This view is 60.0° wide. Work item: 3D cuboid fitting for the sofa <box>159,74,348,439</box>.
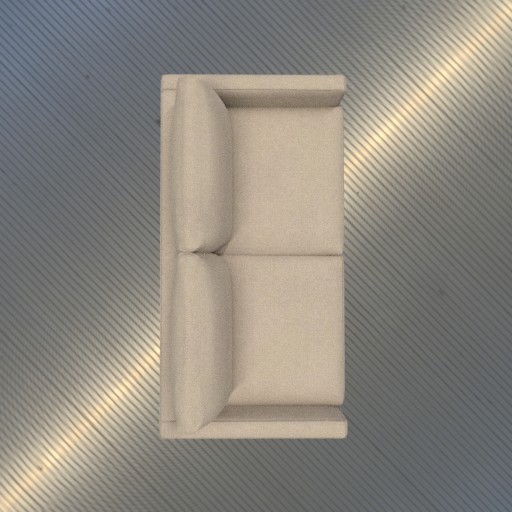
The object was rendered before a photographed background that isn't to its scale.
[{"bbox_3d":[0.000,0.000,2.208,0.875,0.840,1.682,0,89,0],"label":"sofa"}]
